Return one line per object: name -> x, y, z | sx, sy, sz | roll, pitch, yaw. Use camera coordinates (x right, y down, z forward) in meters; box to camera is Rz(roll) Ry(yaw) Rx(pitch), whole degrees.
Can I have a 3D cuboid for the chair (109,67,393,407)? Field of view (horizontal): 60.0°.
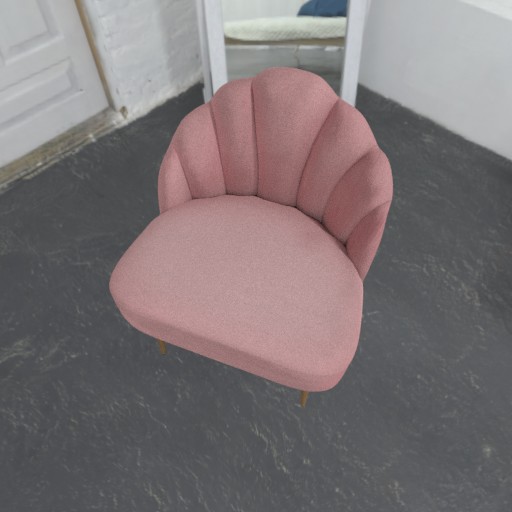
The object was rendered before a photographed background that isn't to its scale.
chair -> 0.000, 0.000, 1.260 | 0.657, 0.819, 0.599 | 17, 58, 11
